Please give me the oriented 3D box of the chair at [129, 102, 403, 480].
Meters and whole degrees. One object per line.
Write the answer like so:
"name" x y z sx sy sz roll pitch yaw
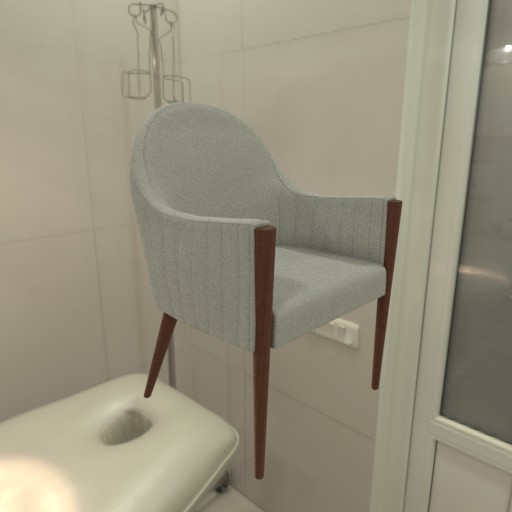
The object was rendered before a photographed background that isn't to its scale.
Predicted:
"chair" 0.000 0.000 1.311 0.620 0.889 0.610 14 21 42
